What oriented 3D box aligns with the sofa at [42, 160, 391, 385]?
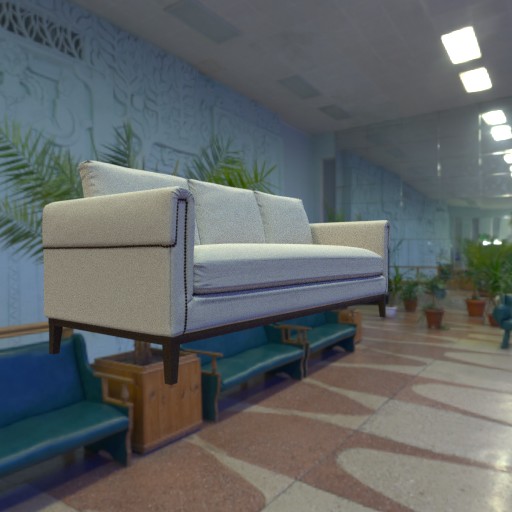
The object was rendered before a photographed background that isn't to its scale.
[{"bbox_3d":[0.000,0.000,2.679,0.902,0.911,2.198,0,0,37],"label":"sofa"}]
